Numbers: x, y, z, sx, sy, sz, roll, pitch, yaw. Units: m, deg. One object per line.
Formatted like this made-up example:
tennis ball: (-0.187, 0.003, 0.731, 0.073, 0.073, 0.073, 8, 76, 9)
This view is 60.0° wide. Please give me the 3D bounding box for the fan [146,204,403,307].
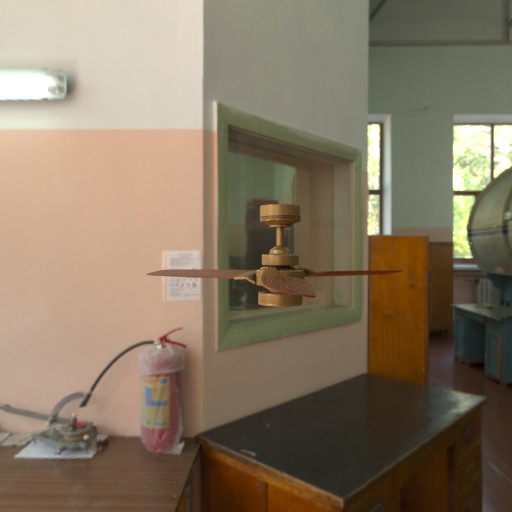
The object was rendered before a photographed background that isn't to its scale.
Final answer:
fan: (0.000, 0.000, 2.004, 1.271, 0.425, 1.416, 0, 0, 35)
